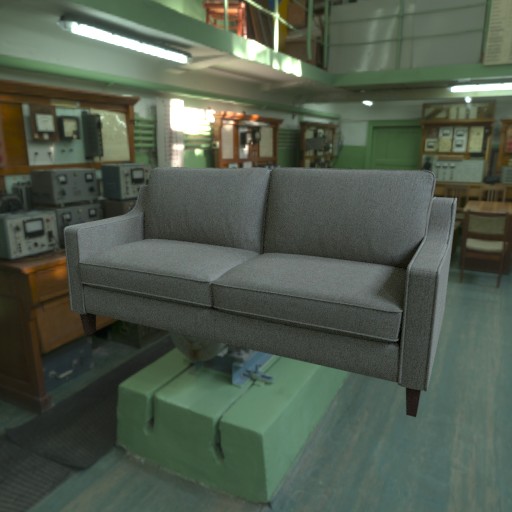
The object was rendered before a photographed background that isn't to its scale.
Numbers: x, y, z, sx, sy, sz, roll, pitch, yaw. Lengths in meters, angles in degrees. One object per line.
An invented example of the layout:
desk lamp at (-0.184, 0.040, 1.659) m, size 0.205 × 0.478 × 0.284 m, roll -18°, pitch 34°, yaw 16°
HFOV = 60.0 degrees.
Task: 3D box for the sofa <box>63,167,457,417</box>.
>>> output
sofa at (0.000, 0.000, 2.753) m, size 2.181 × 1.074 × 1.073 m, roll 7°, pitch 16°, yaw 25°
